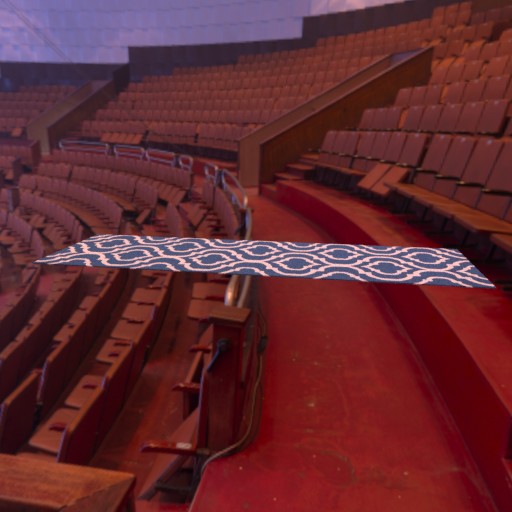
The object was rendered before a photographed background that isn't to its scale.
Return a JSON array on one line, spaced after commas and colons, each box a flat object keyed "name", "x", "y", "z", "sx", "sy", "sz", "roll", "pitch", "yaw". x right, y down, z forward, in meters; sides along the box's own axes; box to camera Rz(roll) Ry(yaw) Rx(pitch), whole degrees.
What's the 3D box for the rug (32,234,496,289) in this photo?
[{"name": "rug", "x": 0.000, "y": 0.000, "z": 2.491, "sx": 2.296, "sy": 0.006, "sz": 0.685, "roll": 3, "pitch": 16, "yaw": 10}]
